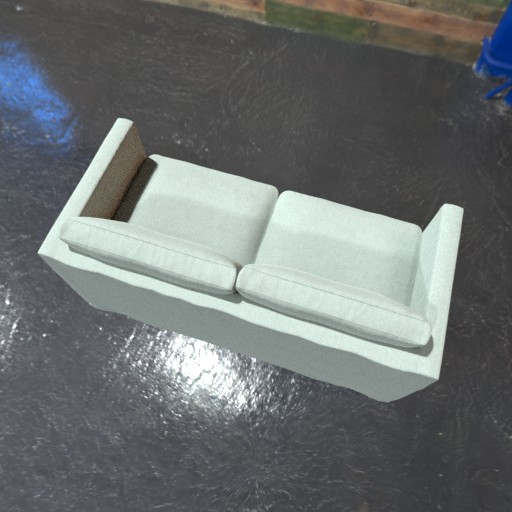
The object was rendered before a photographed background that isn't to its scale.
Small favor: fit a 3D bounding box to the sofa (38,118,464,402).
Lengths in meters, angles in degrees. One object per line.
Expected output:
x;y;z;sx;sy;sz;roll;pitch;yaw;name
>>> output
0.000;0.000;2.481;1.987;0.870;0.940;16;66;8;sofa
